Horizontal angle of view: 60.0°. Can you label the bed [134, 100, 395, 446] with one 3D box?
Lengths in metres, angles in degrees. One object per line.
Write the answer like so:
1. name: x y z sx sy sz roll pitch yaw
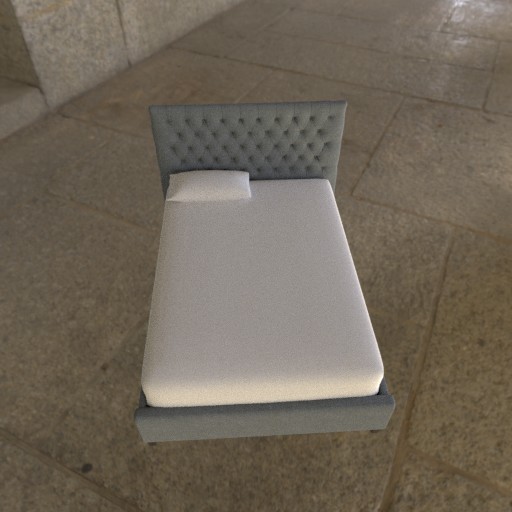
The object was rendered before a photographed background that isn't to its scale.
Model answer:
1. bed: 0.000 0.000 3.456 1.698 1.411 2.335 -2 45 -2
